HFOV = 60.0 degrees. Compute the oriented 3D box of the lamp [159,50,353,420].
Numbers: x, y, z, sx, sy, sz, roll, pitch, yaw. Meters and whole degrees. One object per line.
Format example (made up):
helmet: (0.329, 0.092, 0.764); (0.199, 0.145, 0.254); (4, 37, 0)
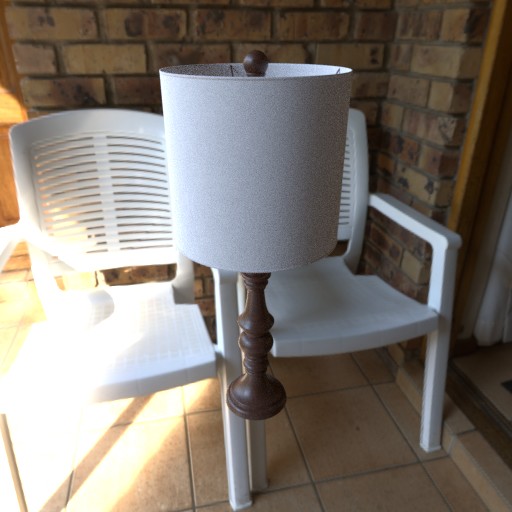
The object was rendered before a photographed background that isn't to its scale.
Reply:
lamp: (0.000, 0.000, 0.708); (0.250, 0.597, 0.250); (-8, 28, -16)
